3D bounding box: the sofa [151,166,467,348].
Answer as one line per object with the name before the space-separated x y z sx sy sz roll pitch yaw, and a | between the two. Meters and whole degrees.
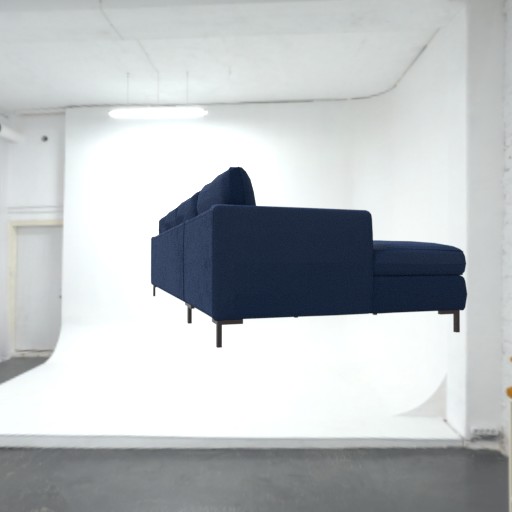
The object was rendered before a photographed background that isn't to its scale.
sofa | 0.000 0.000 2.882 1.128 0.679 2.450 0 -1 -19
